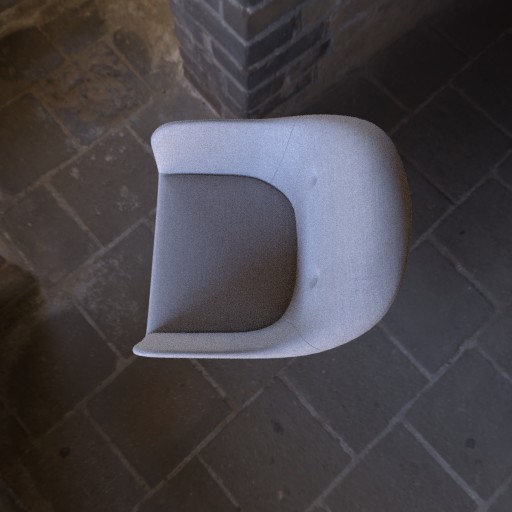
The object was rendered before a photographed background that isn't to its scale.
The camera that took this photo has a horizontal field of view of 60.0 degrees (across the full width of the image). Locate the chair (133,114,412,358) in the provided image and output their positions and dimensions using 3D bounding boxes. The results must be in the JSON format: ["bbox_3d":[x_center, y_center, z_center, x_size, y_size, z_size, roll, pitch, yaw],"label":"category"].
[{"bbox_3d":[0.000,0.000,1.164,0.570,0.780,0.540,1,75,0],"label":"chair"}]
